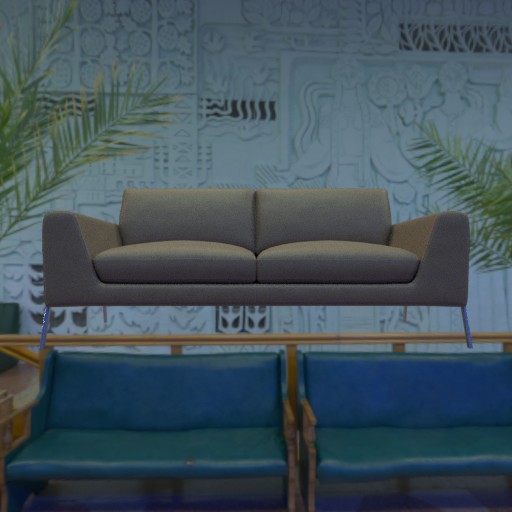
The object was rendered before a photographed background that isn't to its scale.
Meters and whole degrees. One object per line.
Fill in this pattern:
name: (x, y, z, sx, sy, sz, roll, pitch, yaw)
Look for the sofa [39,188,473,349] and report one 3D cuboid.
sofa: (0.000, 0.000, 2.521, 2.017, 0.875, 0.953, 0, -1, 0)
